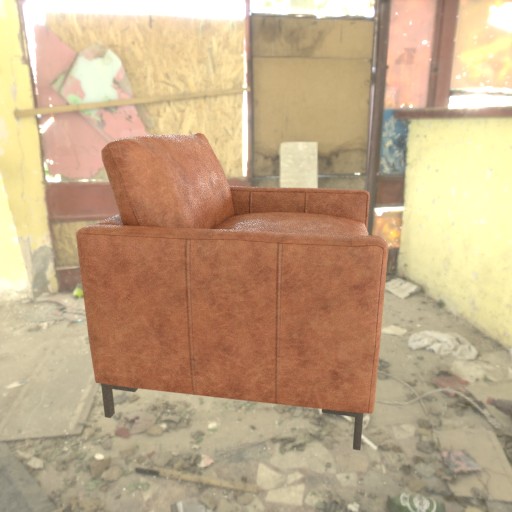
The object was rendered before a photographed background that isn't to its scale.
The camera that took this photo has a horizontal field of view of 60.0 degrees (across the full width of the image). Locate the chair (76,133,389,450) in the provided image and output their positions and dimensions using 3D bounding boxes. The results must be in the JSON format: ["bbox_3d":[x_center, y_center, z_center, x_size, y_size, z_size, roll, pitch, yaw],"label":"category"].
[{"bbox_3d":[0.000,0.000,1.643,0.862,0.869,0.967,3,17,10],"label":"chair"}]
